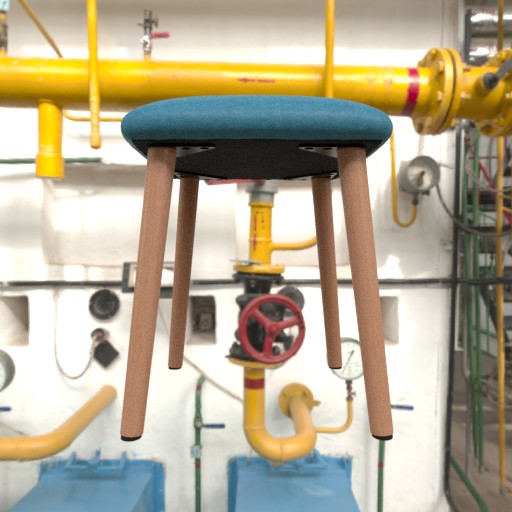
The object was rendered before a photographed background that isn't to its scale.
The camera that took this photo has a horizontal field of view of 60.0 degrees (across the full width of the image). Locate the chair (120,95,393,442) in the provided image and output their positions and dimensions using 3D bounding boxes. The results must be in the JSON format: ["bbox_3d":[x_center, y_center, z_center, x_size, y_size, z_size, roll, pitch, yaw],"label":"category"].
[{"bbox_3d":[0.000,0.000,0.713,0.360,0.450,0.360,0,1,-1],"label":"chair"}]
